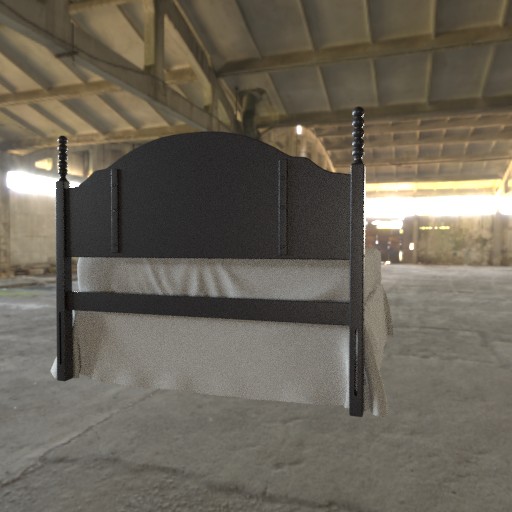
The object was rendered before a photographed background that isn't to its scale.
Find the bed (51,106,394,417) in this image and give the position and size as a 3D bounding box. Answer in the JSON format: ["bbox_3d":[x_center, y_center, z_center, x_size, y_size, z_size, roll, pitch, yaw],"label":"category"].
[{"bbox_3d":[0.000,0.000,3.137,1.873,1.356,2.040,0,1,19],"label":"bed"}]
